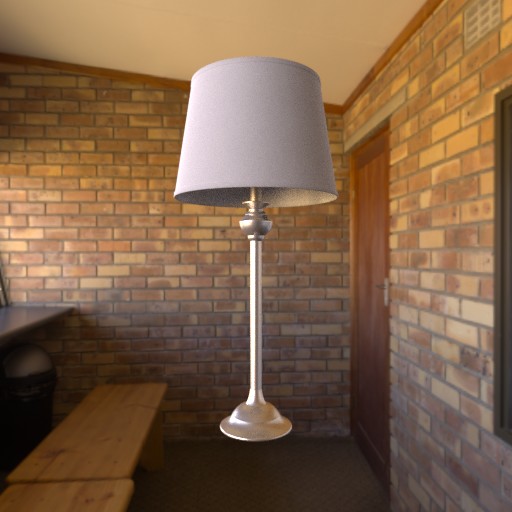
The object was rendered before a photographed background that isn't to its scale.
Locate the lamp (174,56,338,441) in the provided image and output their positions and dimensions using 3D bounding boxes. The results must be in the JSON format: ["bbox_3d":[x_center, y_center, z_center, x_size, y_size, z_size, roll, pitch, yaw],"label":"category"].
[{"bbox_3d":[0.000,0.000,0.906,0.331,0.698,0.331,0,0,0],"label":"lamp"}]
